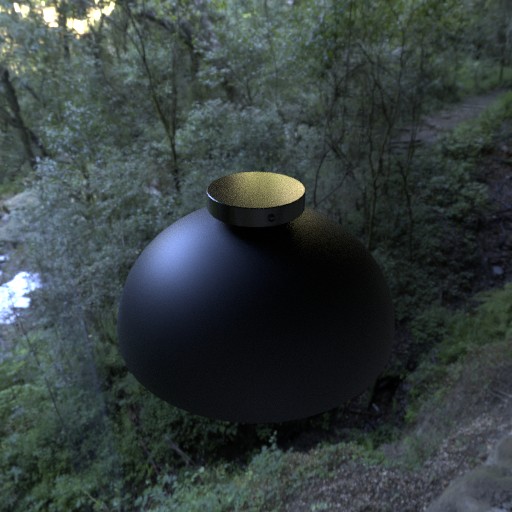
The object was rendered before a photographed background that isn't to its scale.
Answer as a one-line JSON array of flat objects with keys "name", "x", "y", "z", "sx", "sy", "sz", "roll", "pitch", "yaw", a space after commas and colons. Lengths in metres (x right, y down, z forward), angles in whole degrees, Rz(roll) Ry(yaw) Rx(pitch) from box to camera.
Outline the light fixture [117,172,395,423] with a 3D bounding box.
[{"name": "light fixture", "x": 0.000, "y": 0.000, "z": 0.546, "sx": 0.355, "sy": 0.177, "sz": 0.355, "roll": 0, "pitch": 30, "yaw": 0}]
